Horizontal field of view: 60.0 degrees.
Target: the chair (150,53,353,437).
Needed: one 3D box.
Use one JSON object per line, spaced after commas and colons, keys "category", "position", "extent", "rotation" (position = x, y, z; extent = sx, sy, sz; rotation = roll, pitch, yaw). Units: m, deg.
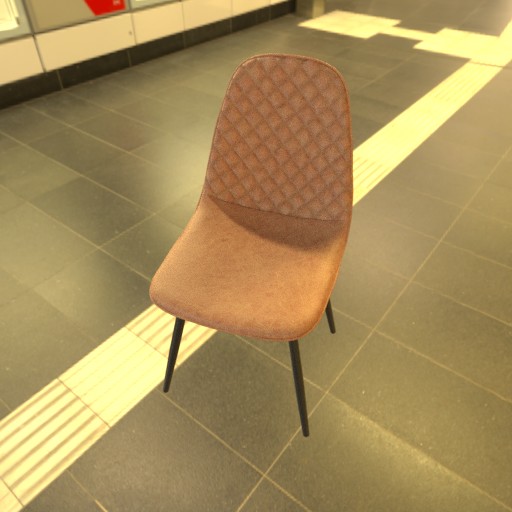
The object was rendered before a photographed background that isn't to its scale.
{"category": "chair", "position": [0.000, 0.000, 1.206], "extent": [0.472, 0.889, 0.561], "rotation": [12, 42, 14]}
